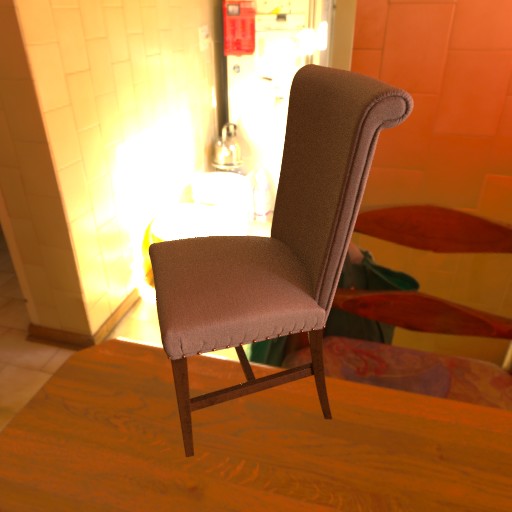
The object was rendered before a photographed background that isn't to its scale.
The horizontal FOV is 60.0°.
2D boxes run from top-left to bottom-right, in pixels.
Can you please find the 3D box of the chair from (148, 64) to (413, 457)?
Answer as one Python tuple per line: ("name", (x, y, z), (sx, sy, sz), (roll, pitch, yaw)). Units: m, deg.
("chair", (0.000, 0.000, 1.310), (0.608, 0.988, 0.513), (-8, 30, -14))
